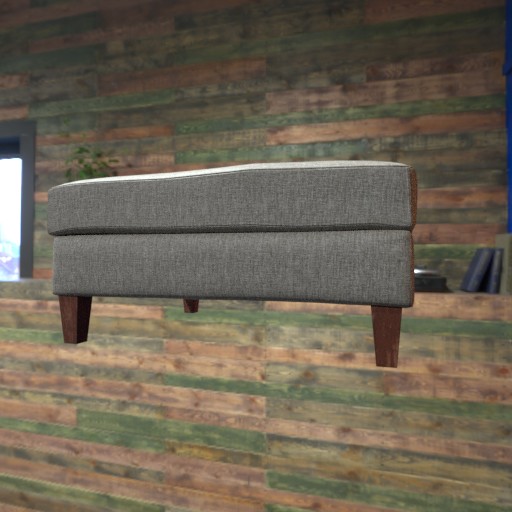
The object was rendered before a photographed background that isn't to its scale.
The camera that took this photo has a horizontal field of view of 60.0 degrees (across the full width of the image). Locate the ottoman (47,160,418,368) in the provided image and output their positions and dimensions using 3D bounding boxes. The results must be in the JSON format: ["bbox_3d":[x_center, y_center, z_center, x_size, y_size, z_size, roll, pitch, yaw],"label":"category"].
[{"bbox_3d":[0.000,0.000,1.474,0.994,0.492,0.839,0,0,18],"label":"ottoman"}]
